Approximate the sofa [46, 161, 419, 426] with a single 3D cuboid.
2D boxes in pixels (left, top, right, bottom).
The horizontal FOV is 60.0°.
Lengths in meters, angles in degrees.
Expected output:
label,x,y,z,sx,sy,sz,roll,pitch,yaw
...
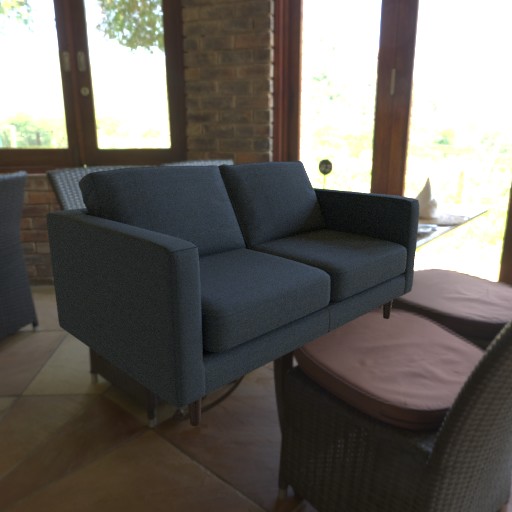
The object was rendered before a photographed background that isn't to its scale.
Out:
label,x,y,z,sx,sy,sz,roll,pitch,yaw
sofa,0.000,0.000,2.264,0.999,0.907,1.659,14,20,43
